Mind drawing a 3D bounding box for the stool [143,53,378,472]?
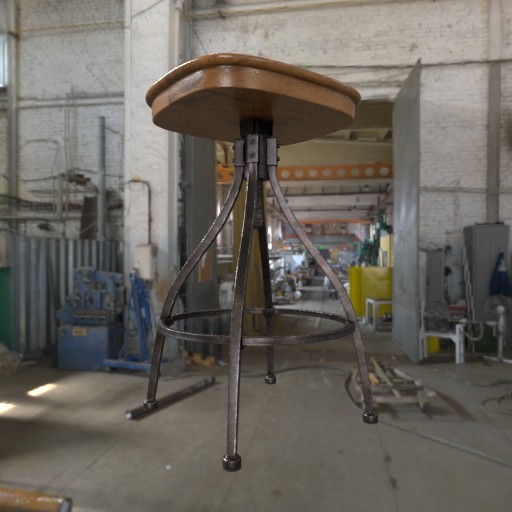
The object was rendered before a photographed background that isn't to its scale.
[{"bbox_3d":[0.000,0.000,0.968,0.432,0.694,0.424,0,0,-36],"label":"stool"}]
